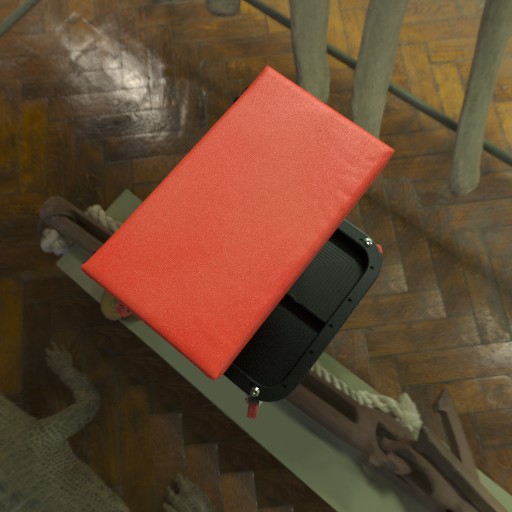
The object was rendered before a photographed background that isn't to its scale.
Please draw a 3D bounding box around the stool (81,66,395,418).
[{"bbox_3d":[0.000,0.000,0.729,0.371,0.380,0.446,37,78,10],"label":"stool"}]
